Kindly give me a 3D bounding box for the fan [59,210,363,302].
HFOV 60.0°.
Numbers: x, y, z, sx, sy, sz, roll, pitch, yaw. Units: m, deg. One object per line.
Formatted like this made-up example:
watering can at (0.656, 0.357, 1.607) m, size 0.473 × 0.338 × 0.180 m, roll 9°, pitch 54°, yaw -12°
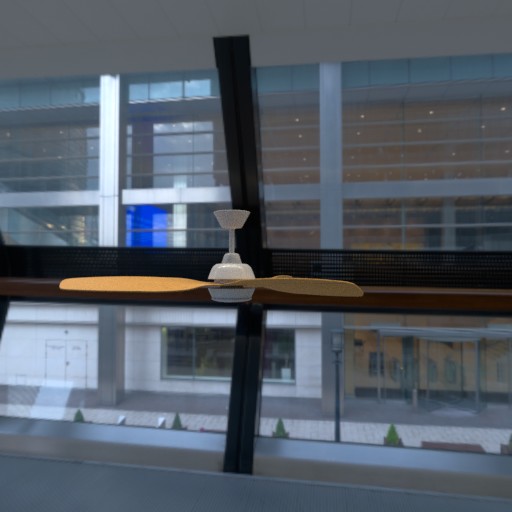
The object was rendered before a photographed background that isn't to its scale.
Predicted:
fan at (0.000, 0.000, 1.639) m, size 1.142 × 0.355 × 1.010 m, roll 1°, pitch -2°, yaw -37°
